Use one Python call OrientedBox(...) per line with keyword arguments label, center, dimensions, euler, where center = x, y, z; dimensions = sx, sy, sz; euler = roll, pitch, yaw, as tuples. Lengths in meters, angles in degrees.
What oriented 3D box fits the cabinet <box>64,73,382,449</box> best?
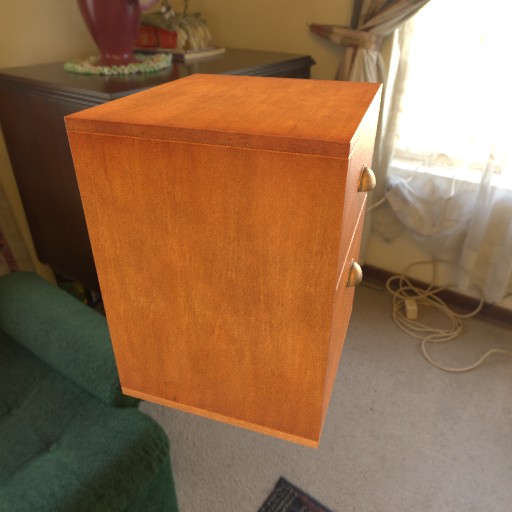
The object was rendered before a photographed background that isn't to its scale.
OrientedBox(label="cabinet", center=(0.000, 0.000, 0.846), dimensions=(0.401, 0.579, 0.409), euler=(10, 32, 16))
